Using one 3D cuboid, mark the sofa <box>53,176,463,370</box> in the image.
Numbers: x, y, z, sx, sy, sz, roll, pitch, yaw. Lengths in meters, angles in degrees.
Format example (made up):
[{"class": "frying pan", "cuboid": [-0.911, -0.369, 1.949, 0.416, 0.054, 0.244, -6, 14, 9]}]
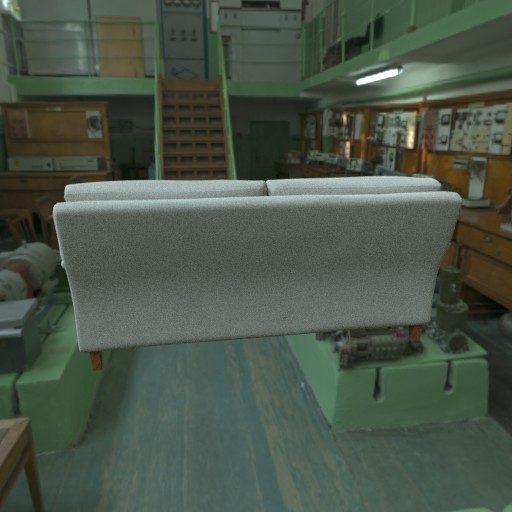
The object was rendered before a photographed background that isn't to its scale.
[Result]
[{"class": "sofa", "cuboid": [0.000, 0.000, 2.721, 2.070, 0.997, 1.091, -3, 16, -10]}]
